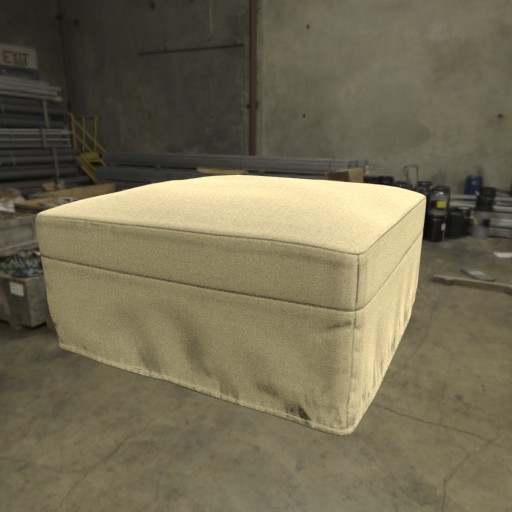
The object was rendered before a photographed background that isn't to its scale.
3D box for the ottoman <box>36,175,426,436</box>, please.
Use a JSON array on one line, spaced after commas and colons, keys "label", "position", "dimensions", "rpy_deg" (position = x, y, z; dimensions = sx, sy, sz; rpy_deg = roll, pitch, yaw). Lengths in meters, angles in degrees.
[{"label": "ottoman", "position": [0.000, 0.000, 1.305], "dimensions": [0.840, 0.436, 0.843], "rpy_deg": [8, 17, 26]}]
